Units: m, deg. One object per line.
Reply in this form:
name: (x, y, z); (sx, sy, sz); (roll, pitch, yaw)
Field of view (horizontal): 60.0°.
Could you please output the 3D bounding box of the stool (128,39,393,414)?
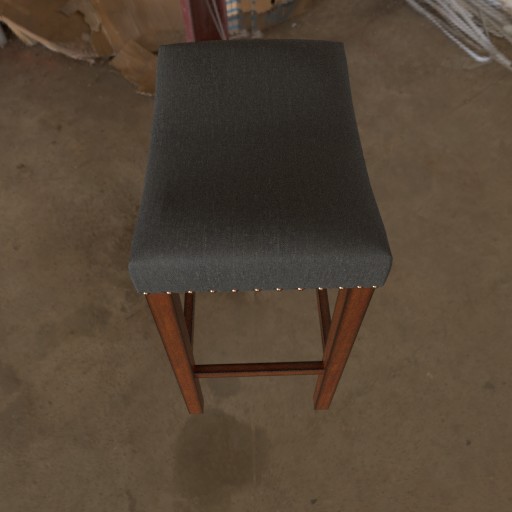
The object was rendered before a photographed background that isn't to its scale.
stool: (0.000, 0.000, 0.983); (0.366, 0.748, 0.502); (-2, 58, -1)
